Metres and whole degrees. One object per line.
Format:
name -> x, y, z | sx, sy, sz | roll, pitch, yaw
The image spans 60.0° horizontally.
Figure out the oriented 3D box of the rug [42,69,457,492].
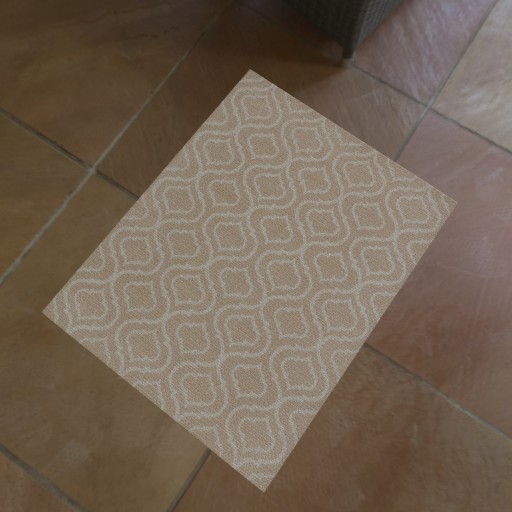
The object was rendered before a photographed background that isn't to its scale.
rug -> 0.000, 0.000, 3.794 | 2.286, 0.013, 2.894 | 36, 79, 8
